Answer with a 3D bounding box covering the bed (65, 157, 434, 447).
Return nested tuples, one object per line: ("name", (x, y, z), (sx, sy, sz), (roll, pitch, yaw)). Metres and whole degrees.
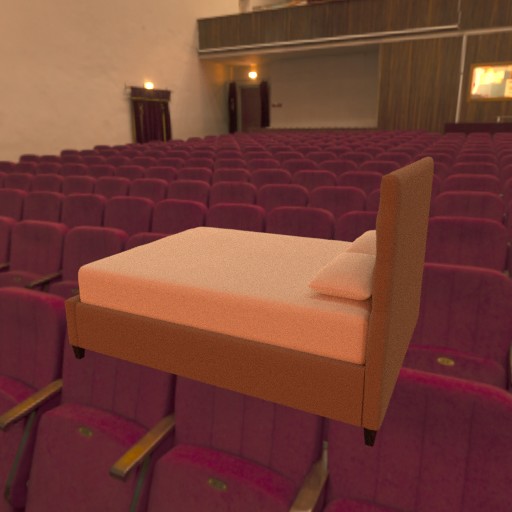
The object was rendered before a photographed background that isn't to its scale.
("bed", (0.000, 0.000, 3.320), (2.233, 1.426, 1.696), (7, 17, 25))
